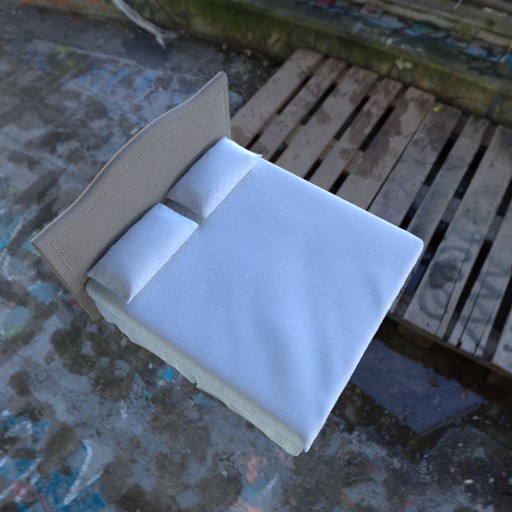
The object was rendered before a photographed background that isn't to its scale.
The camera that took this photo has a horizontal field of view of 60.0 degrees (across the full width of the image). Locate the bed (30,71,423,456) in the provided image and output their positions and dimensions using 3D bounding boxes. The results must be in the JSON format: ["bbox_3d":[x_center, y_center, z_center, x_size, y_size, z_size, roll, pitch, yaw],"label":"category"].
[{"bbox_3d":[0.000,0.000,3.524,2.182,1.421,2.083,30,64,17],"label":"bed"}]
